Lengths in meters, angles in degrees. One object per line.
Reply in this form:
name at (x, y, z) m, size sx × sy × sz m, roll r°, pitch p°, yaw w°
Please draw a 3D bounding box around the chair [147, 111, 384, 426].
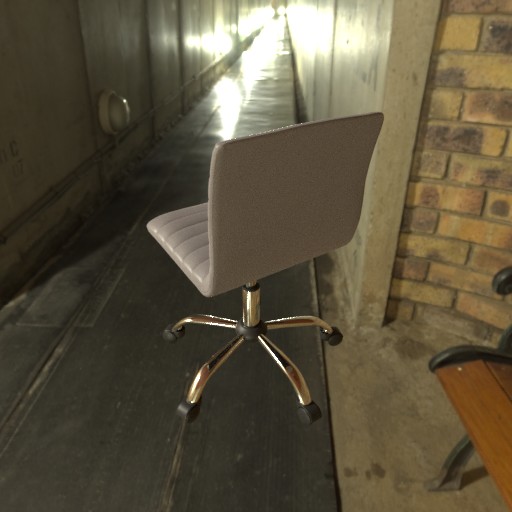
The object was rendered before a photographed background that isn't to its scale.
chair at (0.000, 0.000, 1.129) m, size 0.569 × 0.750 × 0.542 m, roll -20°, pitch 36°, yaw -29°
